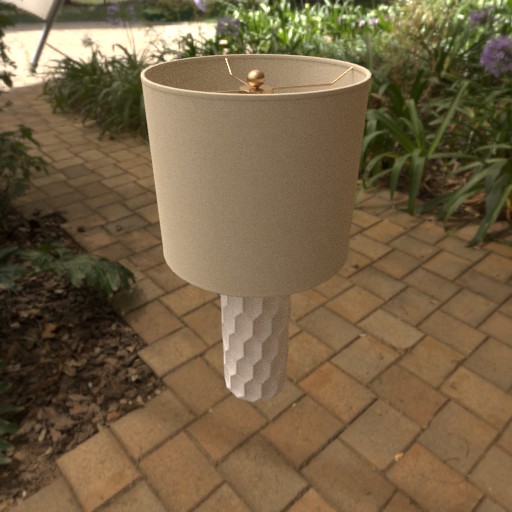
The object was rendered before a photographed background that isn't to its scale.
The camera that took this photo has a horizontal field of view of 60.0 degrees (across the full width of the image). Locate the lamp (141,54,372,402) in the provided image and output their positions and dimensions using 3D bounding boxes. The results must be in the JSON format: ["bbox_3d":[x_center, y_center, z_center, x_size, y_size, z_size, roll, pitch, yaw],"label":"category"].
[{"bbox_3d":[0.000,0.000,0.685,0.277,0.537,0.277,11,33,16],"label":"lamp"}]
